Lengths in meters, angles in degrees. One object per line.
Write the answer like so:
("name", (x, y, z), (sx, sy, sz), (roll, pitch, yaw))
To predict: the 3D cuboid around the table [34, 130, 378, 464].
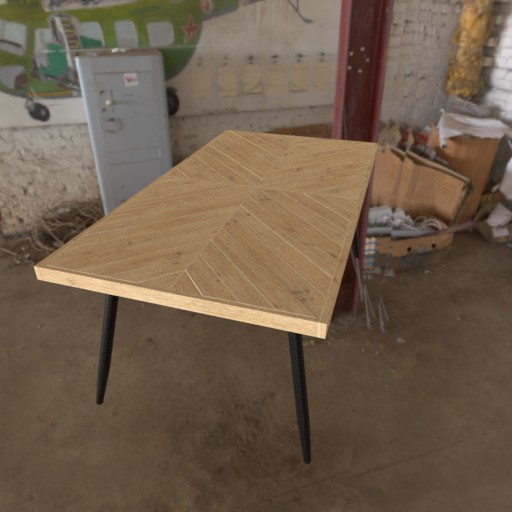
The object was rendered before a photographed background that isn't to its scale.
("table", (0.000, 0.000, 2.293), (0.991, 0.762, 1.803), (9, 32, 15))
